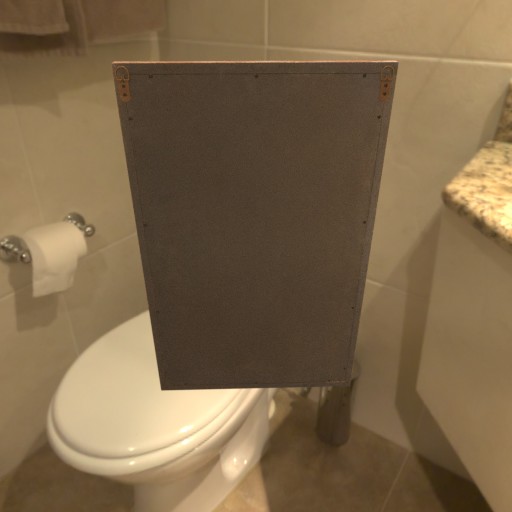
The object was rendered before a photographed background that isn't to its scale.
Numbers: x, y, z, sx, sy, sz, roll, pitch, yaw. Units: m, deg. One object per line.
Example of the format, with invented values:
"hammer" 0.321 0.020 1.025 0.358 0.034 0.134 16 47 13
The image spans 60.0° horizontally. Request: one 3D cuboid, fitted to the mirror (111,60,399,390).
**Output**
"mirror" 0.000 0.000 0.971 0.495 0.787 0.058 -1 30 -2
